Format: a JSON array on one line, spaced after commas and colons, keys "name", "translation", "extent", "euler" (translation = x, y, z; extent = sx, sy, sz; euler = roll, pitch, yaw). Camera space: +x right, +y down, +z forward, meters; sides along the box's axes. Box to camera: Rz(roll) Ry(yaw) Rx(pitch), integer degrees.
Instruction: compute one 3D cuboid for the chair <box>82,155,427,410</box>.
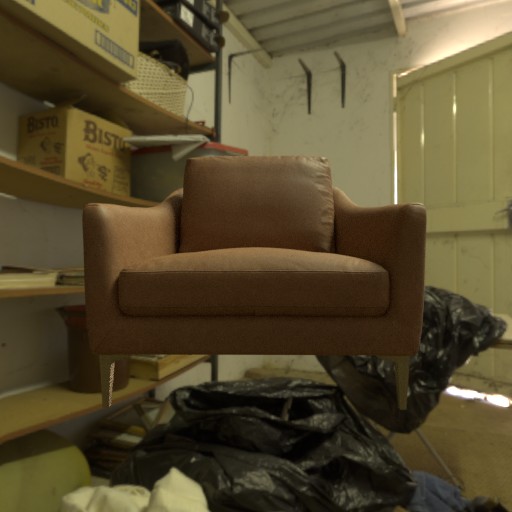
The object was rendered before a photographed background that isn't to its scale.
[{"name": "chair", "translation": [0.000, 0.000, 1.715], "extent": [0.988, 0.895, 0.963], "euler": [0, -1, 1]}]
